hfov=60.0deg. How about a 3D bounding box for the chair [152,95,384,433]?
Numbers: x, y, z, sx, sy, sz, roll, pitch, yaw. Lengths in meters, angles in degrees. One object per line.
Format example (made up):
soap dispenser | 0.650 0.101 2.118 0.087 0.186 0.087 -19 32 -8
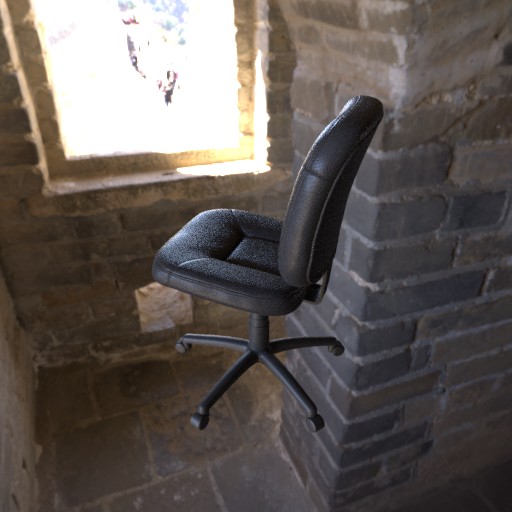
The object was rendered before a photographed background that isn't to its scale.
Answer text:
chair | 0.000 0.000 1.386 0.646 0.959 0.647 10 32 17
